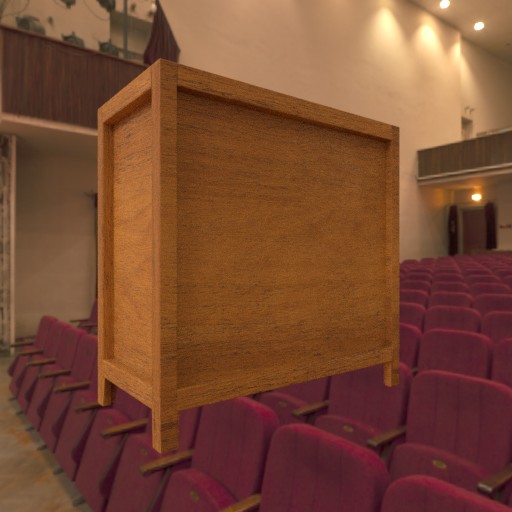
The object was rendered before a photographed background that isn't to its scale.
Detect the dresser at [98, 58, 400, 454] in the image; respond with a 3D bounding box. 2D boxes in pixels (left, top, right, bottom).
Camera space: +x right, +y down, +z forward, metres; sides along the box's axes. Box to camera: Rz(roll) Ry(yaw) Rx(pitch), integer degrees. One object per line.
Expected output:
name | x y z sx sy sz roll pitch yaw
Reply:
dresser | 0.000 0.000 1.306 0.804 0.804 0.427 0 0 -37
